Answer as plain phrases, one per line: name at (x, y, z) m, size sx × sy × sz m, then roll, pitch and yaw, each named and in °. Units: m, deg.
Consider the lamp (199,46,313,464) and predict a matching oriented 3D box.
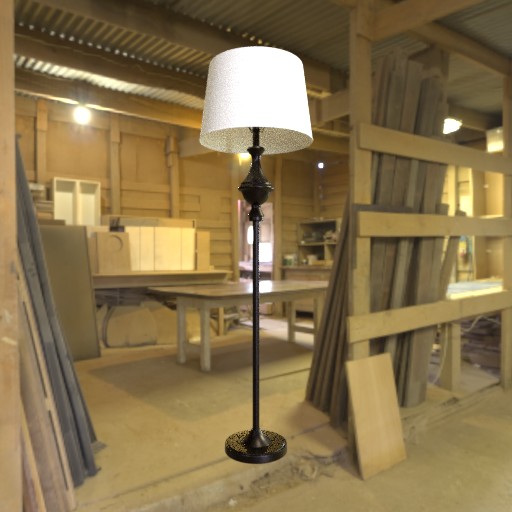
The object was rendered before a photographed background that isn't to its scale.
lamp at (0.000, 0.000, 1.694) m, size 0.431 × 1.484 × 0.431 m, roll 0°, pitch 1°, yaw 0°
